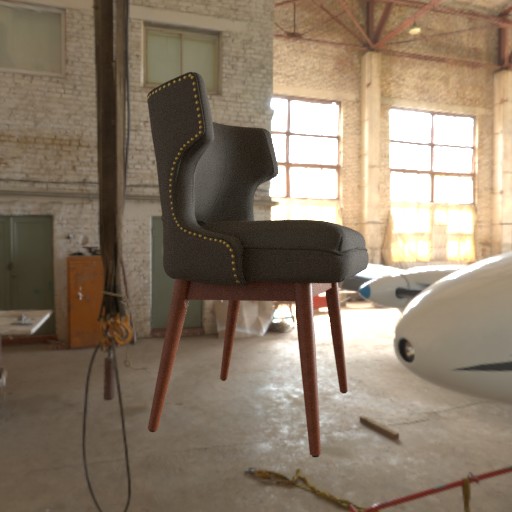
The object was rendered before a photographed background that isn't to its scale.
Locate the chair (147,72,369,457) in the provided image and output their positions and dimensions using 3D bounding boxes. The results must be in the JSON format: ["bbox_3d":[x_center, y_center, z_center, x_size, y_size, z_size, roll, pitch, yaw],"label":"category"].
[{"bbox_3d":[0.000,0.000,1.235,0.581,0.863,0.595,0,1,19],"label":"chair"}]
